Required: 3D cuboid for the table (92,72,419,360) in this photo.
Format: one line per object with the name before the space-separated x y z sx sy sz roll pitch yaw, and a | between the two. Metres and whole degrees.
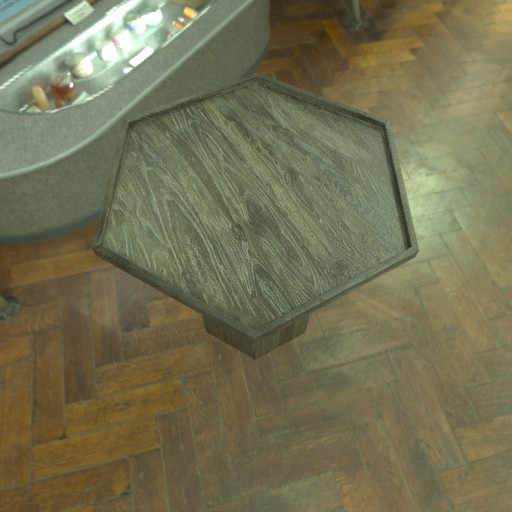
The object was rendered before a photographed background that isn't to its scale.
table | 0.000 0.000 1.140 0.592 0.586 0.683 0 58 0
